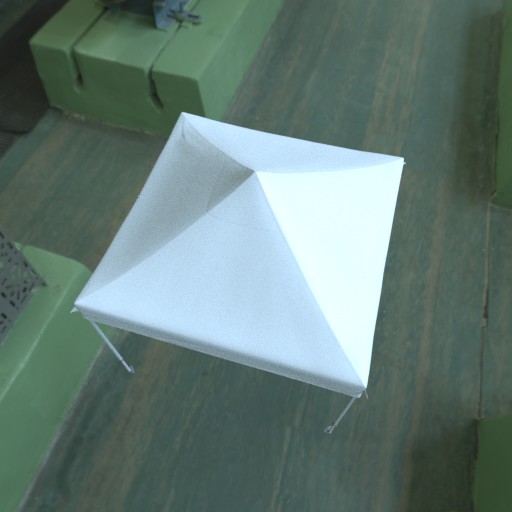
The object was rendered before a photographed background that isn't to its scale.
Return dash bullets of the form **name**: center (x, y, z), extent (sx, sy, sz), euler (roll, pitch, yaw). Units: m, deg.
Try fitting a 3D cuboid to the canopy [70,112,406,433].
- **canopy**: center (0.000, 0.000, 5.446), extent (2.996, 2.998, 2.994), euler (14, 59, 9)
